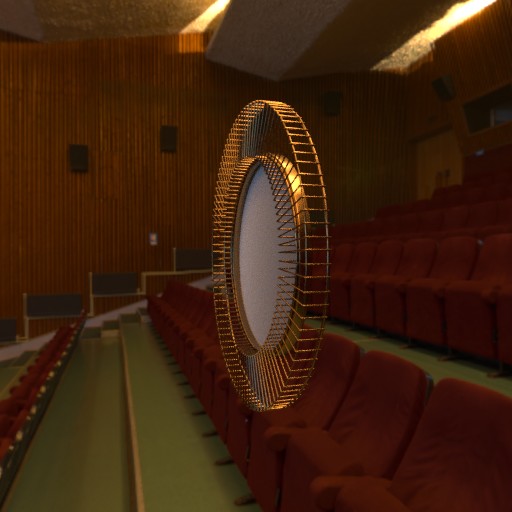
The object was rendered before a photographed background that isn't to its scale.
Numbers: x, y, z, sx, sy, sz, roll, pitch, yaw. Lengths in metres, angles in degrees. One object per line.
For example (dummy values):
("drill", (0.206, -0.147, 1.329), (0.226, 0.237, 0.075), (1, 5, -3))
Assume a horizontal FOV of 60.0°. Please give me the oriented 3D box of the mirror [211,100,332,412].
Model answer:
("mirror", (0.000, 0.000, 1.065), (0.067, 0.703, 0.703), (0, 0, -18))
